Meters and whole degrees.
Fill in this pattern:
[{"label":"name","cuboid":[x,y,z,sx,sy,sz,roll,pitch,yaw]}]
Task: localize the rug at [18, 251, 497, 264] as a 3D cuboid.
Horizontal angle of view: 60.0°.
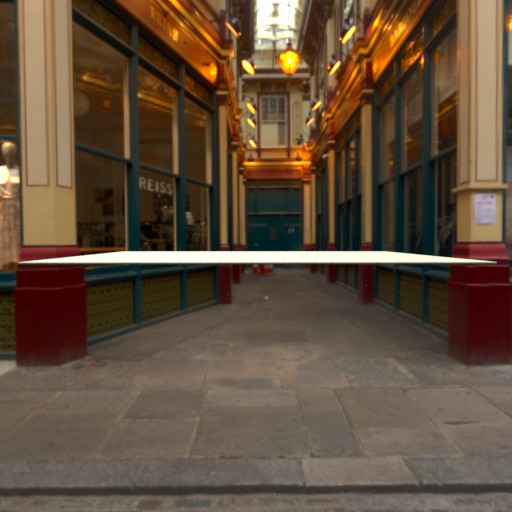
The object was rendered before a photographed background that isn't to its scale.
[{"label":"rug","cuboid":[0.000,0.000,4.170,3.204,0.016,2.452,0,2,-1]}]
